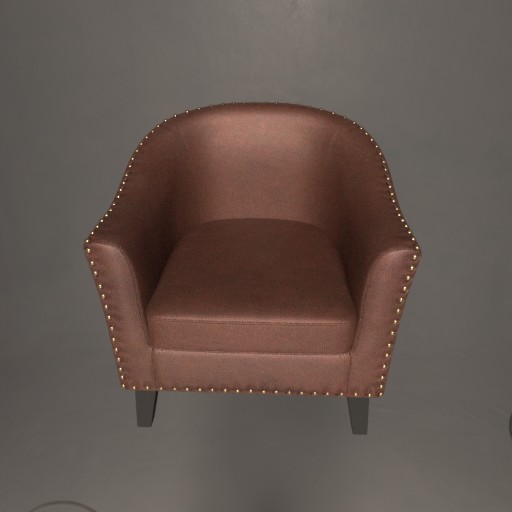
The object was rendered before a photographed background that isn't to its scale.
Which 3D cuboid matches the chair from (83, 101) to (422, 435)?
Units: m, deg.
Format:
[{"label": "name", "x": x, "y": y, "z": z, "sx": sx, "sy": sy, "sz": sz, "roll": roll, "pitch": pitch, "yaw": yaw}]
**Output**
[{"label": "chair", "x": 0.000, "y": 0.000, "z": 1.418, "sx": 0.794, "sy": 0.823, "sz": 0.748, "roll": 1, "pitch": 29, "yaw": 2}]
